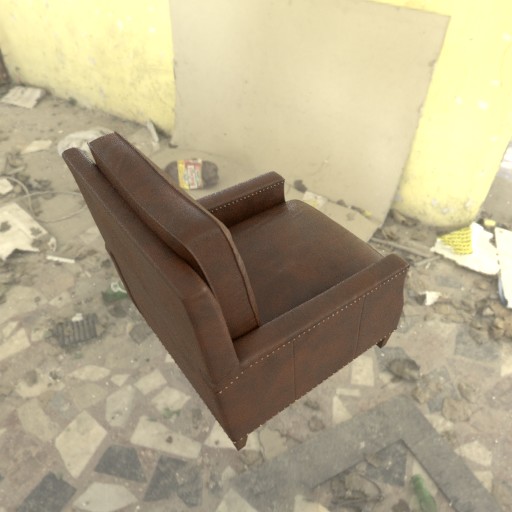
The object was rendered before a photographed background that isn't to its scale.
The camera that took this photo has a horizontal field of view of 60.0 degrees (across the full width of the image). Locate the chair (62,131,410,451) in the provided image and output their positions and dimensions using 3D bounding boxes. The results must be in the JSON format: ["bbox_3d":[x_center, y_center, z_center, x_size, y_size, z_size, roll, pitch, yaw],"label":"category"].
[{"bbox_3d":[0.000,0.000,1.778,1.035,1.054,0.854,-26,48,-26],"label":"chair"}]
